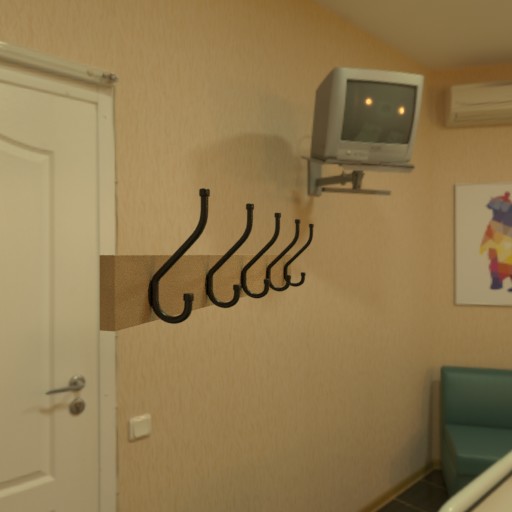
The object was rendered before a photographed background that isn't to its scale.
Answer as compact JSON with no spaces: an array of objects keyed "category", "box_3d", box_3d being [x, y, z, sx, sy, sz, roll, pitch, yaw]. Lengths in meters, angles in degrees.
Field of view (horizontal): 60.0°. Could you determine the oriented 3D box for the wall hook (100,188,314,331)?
[{"category":"wall hook","box_3d":[0.000,0.000,0.609,0.071,0.117,0.571,0,0,18]}]
